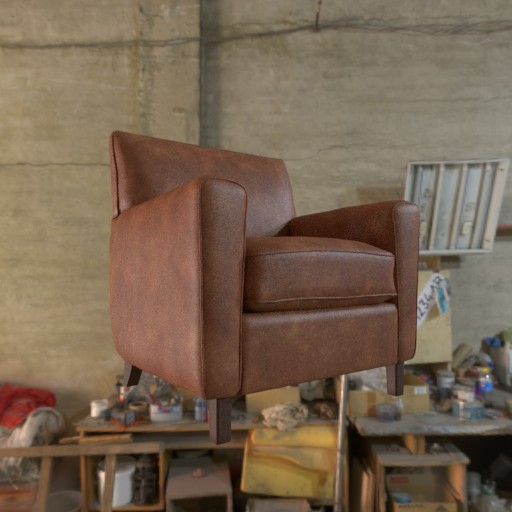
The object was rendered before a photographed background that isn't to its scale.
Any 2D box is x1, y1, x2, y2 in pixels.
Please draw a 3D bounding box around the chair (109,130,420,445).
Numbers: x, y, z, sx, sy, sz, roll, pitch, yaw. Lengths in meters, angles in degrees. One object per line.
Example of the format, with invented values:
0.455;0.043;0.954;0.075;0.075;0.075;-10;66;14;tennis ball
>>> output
0.000;0.000;1.587;0.870;0.943;0.823;1;-1;-35;chair
